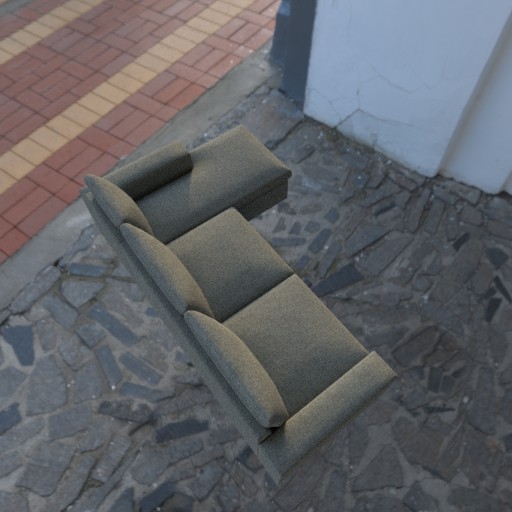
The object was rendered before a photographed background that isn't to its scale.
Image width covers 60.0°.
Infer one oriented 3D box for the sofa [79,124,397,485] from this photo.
[{"bbox_3d":[0.000,0.000,3.515,1.689,0.940,2.718,-33,64,-19],"label":"sofa"}]
